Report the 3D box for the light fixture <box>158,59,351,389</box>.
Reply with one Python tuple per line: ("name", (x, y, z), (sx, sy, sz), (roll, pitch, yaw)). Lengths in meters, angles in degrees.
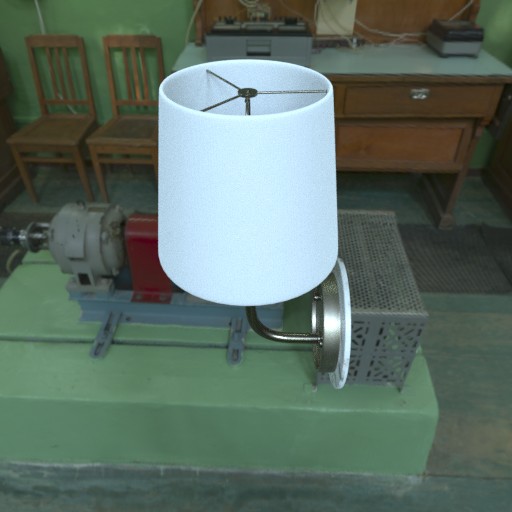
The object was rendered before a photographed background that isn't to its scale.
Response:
("light fixture", (0.000, 0.000, 0.442), (0.188, 0.337, 0.168), (1, 40, 1))
